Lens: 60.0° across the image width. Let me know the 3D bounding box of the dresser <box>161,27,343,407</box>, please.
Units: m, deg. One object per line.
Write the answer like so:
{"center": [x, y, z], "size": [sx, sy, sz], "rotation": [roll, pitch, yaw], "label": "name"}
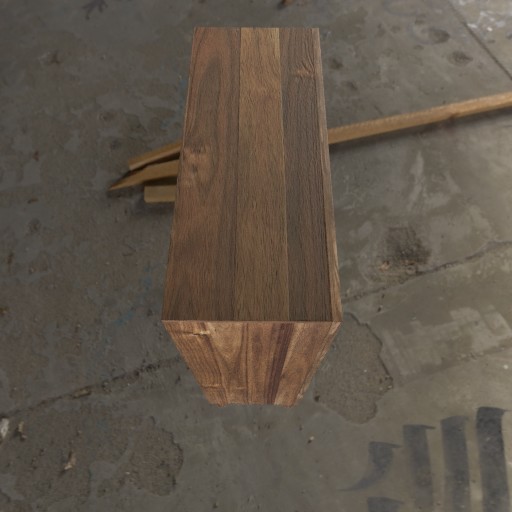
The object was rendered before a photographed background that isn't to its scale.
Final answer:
{"center": [0.000, 0.000, 1.909], "size": [0.442, 1.393, 1.062], "rotation": [1, 63, 0], "label": "dresser"}
